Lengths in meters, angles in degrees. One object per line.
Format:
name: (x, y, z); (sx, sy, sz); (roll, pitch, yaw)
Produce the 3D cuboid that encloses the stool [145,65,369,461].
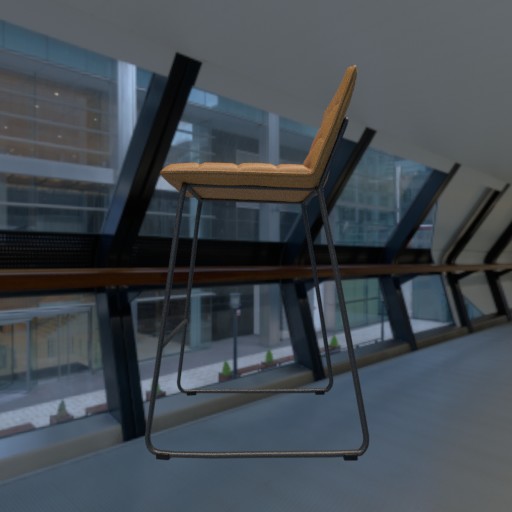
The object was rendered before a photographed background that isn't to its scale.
stool: (0.000, 0.000, 1.254); (0.524, 0.936, 0.489); (0, 1, 0)
